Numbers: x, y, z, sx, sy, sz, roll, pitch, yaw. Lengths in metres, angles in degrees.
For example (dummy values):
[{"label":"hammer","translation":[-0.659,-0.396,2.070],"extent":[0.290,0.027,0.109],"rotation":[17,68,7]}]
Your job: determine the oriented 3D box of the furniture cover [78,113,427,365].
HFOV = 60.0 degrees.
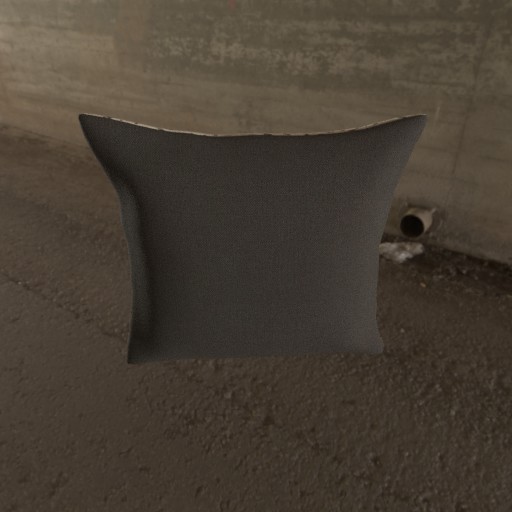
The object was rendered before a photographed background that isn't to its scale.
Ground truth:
[{"label":"furniture cover","translation":[0.000,0.000,0.783],"extent":[0.525,0.498,0.180],"rotation":[-1,31,-2]}]
